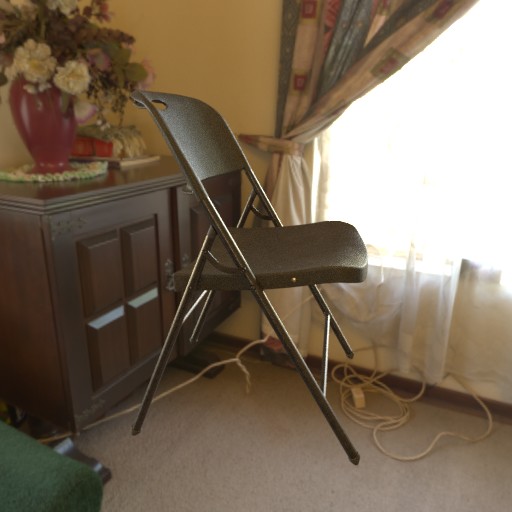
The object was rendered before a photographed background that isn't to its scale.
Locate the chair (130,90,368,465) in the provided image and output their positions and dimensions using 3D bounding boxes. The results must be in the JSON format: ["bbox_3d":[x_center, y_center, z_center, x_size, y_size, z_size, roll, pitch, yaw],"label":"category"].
[{"bbox_3d":[0.000,0.000,1.153,0.566,0.810,0.494,3,18,10],"label":"chair"}]
